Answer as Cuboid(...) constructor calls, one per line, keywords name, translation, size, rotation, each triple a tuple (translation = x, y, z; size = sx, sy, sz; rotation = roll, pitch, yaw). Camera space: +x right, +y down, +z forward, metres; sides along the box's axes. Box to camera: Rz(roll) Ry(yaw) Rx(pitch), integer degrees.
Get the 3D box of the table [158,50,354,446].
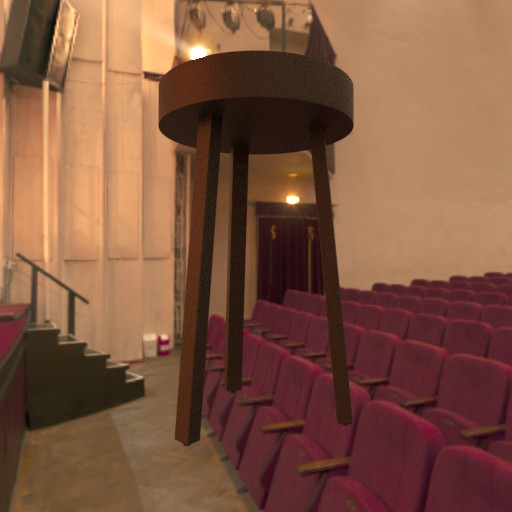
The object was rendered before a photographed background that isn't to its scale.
Cuboid(name="table", translation=(0.000, 0.000, 0.943), size=(0.406, 0.686, 0.406), rotation=(0, 0, -17))
